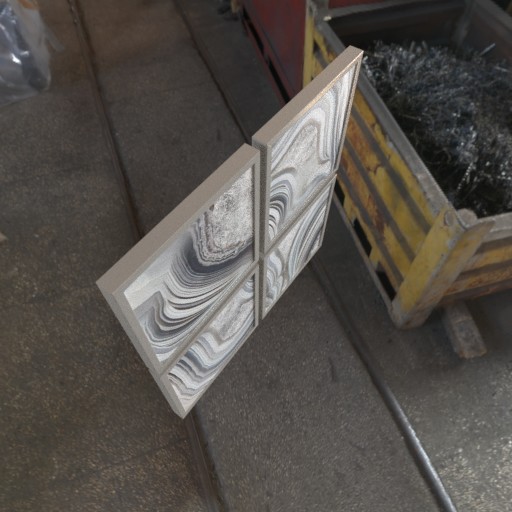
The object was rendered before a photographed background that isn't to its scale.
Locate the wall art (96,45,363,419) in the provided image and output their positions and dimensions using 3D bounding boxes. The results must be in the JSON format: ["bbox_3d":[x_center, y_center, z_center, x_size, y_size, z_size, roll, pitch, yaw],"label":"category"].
[{"bbox_3d":[0.000,0.000,0.916,0.029,0.611,0.611,32,62,19],"label":"wall art"}]
